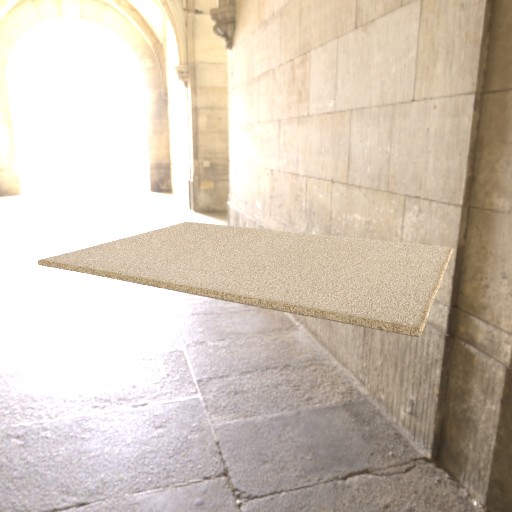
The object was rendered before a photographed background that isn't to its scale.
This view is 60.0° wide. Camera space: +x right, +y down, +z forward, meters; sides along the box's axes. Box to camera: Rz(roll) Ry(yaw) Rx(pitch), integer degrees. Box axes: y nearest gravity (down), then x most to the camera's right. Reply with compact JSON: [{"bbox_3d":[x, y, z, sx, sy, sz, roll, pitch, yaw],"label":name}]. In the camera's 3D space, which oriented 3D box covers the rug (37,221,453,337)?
[{"bbox_3d":[0.000,0.000,2.278,1.778,0.030,1.219,7,16,27],"label":"rug"}]
